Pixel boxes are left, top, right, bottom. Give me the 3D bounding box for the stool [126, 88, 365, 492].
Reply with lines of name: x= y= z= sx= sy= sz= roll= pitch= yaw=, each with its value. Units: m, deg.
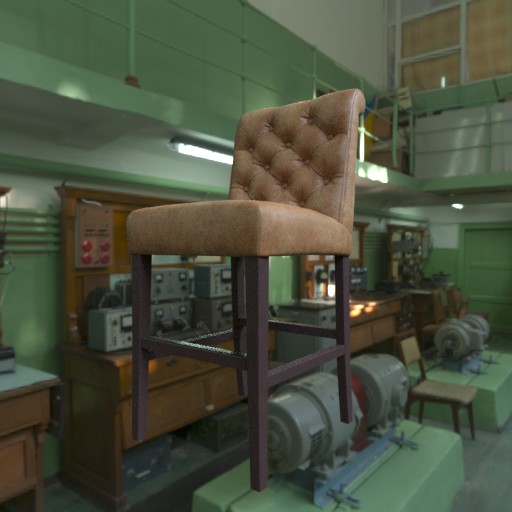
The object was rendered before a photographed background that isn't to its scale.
stool: x=0.000 y=0.000 z=1.340 sx=0.493 sy=1.047 sz=0.601 roll=1 pitch=2 yaw=37
